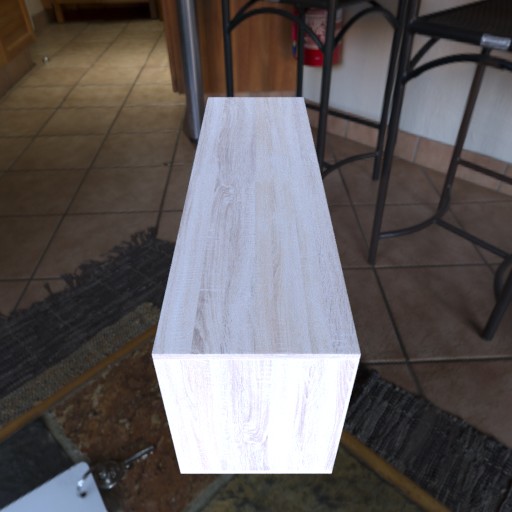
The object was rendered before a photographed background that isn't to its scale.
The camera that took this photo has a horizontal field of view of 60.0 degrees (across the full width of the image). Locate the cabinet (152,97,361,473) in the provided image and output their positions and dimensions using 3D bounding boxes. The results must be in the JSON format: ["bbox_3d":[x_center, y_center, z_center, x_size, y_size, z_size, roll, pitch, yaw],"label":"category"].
[{"bbox_3d":[0.000,0.000,1.939,0.500,0.780,1.650,0,40,0],"label":"cabinet"}]
